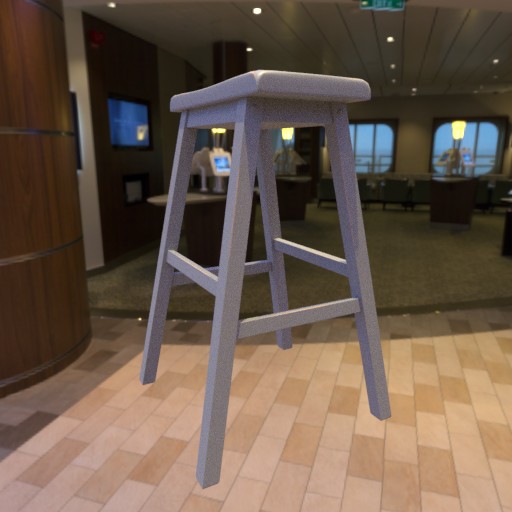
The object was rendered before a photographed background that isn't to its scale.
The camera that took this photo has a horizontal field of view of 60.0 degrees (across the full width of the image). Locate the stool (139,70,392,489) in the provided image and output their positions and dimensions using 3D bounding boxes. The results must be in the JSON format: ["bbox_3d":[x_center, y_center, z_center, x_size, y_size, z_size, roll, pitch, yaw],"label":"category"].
[{"bbox_3d":[0.000,0.000,1.038,0.476,0.737,0.457,-7,15,-28],"label":"stool"}]
